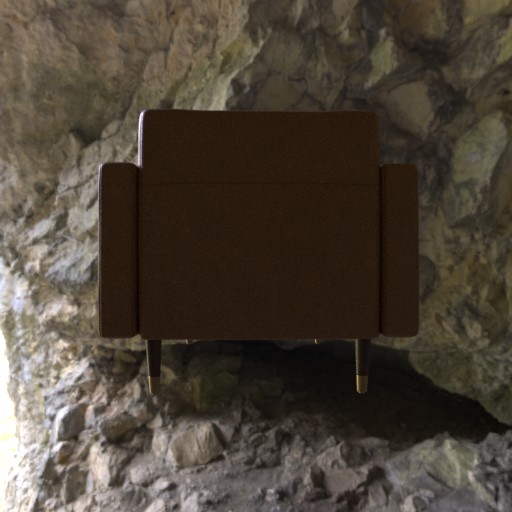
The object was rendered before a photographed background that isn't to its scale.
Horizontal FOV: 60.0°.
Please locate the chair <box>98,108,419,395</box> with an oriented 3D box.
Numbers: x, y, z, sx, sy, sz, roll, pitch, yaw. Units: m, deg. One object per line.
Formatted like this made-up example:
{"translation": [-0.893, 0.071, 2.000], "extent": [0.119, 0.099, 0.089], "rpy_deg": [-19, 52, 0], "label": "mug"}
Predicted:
{"translation": [0.000, 0.000, 1.703], "extent": [0.953, 0.819, 0.998], "rpy_deg": [0, -1, -1], "label": "chair"}
